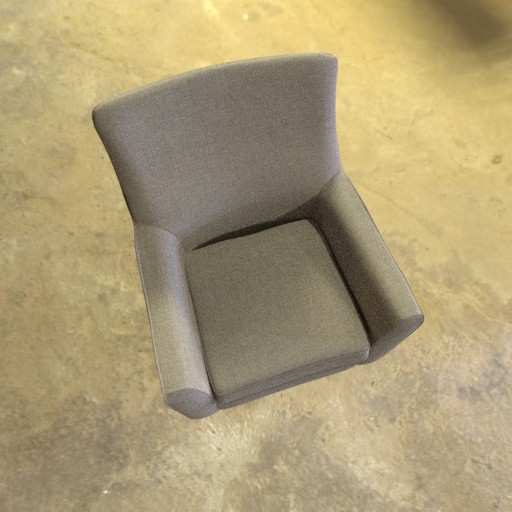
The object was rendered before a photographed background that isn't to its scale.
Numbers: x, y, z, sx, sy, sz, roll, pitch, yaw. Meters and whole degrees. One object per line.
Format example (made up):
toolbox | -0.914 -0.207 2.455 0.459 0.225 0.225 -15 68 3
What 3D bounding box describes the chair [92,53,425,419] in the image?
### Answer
chair | 0.000 0.000 1.758 0.887 1.047 0.993 -16 65 -8
